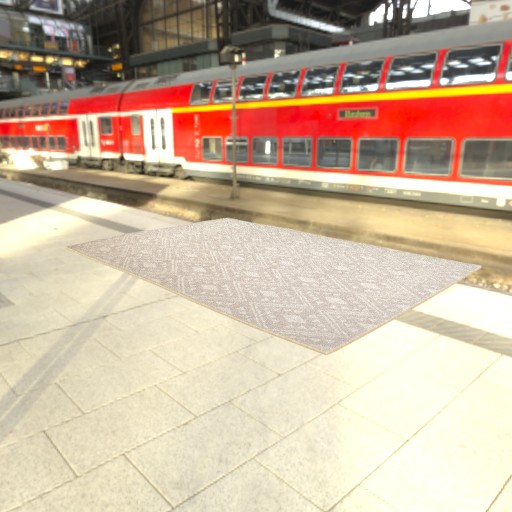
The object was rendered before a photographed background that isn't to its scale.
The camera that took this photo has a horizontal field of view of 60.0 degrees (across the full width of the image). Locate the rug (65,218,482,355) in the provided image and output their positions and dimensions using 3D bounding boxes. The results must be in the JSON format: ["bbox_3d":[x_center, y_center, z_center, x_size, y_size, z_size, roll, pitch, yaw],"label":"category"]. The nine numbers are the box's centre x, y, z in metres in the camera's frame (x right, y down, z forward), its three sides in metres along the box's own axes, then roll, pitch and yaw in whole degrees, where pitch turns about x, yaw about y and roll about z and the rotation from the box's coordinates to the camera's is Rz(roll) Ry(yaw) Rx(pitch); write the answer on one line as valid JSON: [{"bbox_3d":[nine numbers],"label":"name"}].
[{"bbox_3d":[0.000,0.000,2.325,1.829,0.034,1.252,15,22,43],"label":"rug"}]
